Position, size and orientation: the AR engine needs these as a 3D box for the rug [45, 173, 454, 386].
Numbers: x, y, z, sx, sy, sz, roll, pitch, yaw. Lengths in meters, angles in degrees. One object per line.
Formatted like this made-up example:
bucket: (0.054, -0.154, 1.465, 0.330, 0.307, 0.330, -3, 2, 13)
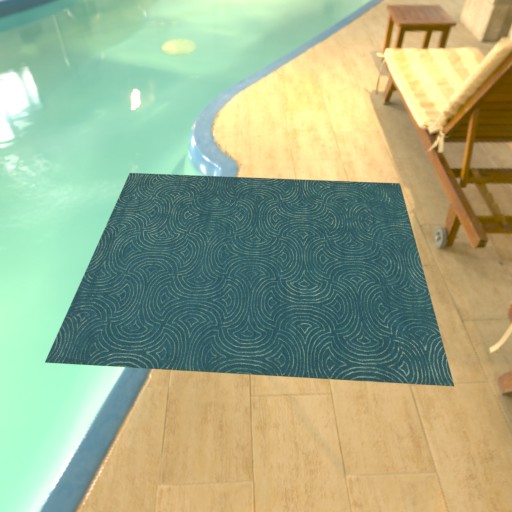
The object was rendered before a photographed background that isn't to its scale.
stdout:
rug: (0.000, 0.000, 4.117, 3.033, 0.012, 2.432, 3, 46, 3)
